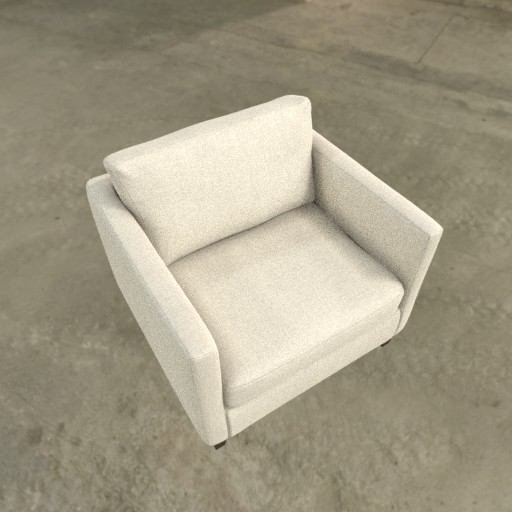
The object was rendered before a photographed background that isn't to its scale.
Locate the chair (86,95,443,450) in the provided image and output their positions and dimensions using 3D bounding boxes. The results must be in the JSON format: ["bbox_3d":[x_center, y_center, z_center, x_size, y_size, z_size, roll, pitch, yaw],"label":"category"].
[{"bbox_3d":[0.000,0.000,1.777,0.996,0.919,0.959,-25,51,-21],"label":"chair"}]
